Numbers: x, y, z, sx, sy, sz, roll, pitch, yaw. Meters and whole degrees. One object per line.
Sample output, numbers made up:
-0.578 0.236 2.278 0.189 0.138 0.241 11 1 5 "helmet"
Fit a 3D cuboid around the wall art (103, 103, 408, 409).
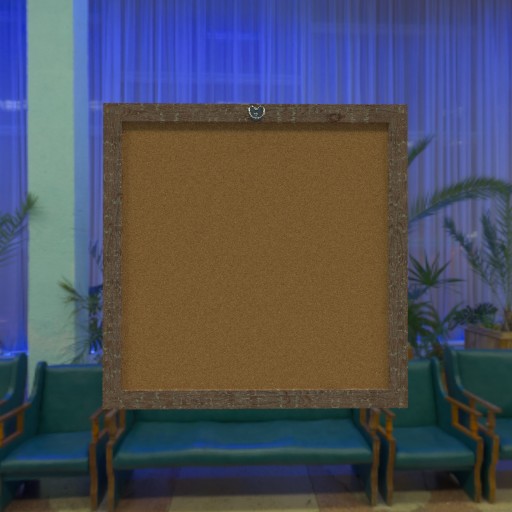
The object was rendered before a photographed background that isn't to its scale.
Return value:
0.000 0.000 0.555 0.380 0.380 0.022 0 0 -1 "wall art"
